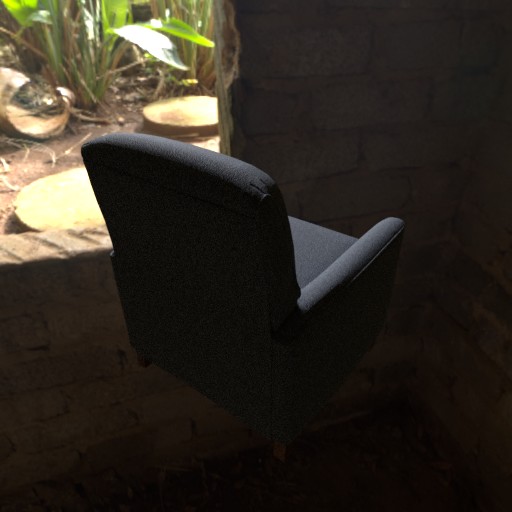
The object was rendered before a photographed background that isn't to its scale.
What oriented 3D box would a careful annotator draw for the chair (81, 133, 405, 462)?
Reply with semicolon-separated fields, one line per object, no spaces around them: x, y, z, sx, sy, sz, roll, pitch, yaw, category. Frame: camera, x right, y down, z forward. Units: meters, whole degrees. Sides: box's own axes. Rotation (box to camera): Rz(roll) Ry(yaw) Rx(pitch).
0.000;0.000;1.627;0.839;1.016;0.850;22;38;31;chair
